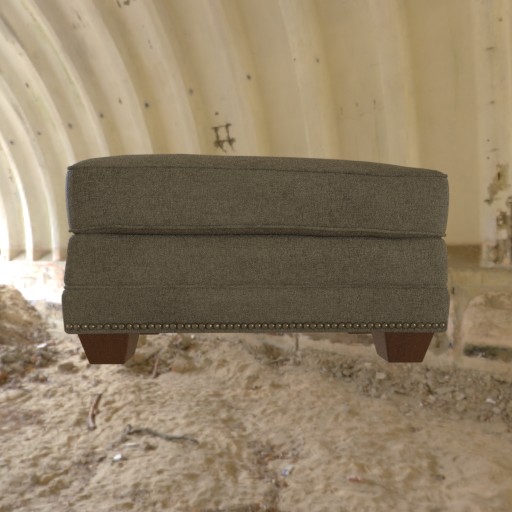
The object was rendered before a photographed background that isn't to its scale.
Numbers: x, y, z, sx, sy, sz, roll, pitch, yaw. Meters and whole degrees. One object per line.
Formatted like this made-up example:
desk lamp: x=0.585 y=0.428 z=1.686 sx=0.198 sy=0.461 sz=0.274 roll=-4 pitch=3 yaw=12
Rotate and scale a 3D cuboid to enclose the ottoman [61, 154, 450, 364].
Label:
ottoman: x=0.000 y=0.000 z=1.157 sx=0.813 sy=0.457 sz=0.561 roll=0 pitch=-1 yaw=-1
